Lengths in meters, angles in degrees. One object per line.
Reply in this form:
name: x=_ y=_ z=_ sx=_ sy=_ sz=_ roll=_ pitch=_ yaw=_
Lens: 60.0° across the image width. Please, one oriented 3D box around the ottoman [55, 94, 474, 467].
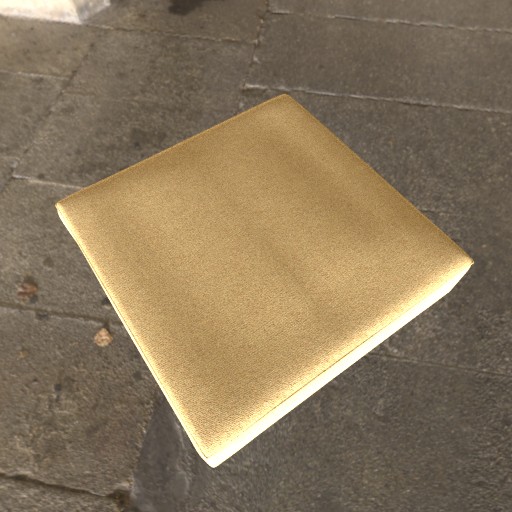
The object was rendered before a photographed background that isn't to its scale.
ottoman: x=0.000 y=0.000 z=1.541 sx=0.981 sy=0.378 sz=0.970 roll=-31 pitch=63 yaw=-18
